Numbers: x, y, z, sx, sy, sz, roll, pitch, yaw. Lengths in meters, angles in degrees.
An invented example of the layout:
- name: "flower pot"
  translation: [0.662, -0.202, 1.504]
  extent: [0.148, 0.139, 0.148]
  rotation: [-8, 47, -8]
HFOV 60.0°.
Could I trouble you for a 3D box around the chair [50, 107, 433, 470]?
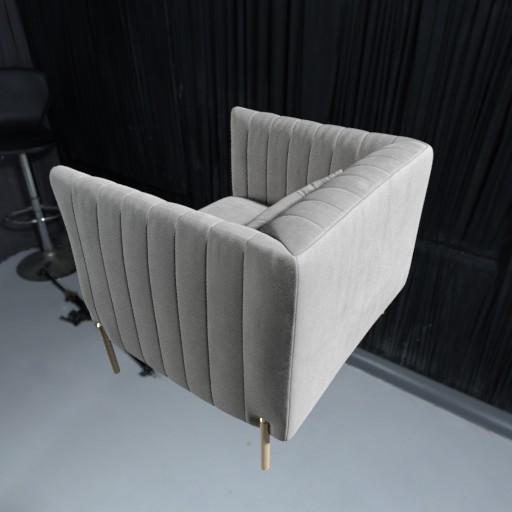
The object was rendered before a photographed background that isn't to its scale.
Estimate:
- name: "chair"
  translation: [0.000, 0.000, 1.598]
  extent: [0.873, 0.779, 0.981]
  rotation: [21, 38, 30]
